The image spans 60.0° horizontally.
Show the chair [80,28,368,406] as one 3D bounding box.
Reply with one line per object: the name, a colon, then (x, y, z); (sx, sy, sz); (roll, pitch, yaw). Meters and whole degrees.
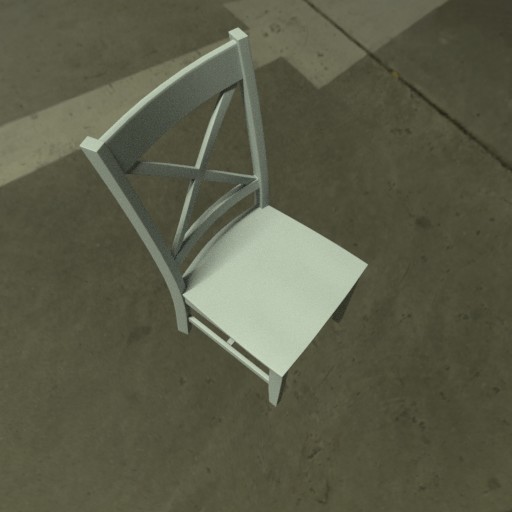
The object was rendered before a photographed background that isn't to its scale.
chair: (0.000, 0.000, 1.306); (0.542, 0.983, 0.485); (35, 66, 18)
